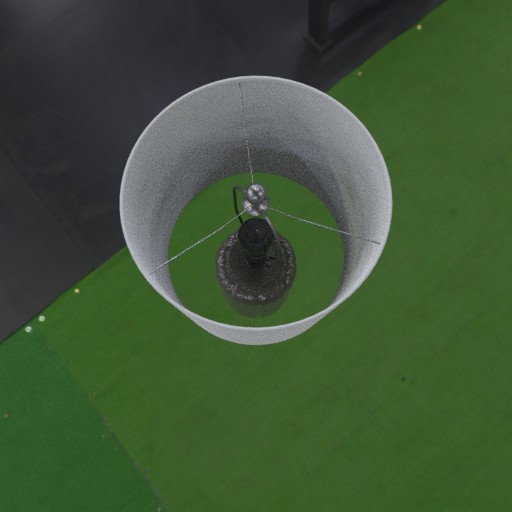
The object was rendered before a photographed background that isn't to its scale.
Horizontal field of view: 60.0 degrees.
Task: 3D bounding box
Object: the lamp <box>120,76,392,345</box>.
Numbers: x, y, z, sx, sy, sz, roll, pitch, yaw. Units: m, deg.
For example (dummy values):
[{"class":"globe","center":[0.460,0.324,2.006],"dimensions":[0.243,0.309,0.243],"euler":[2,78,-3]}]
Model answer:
[{"class":"lamp","center":[0.000,0.000,0.512],"dimensions":[0.203,0.389,0.203],"euler":[-37,78,-9]}]
